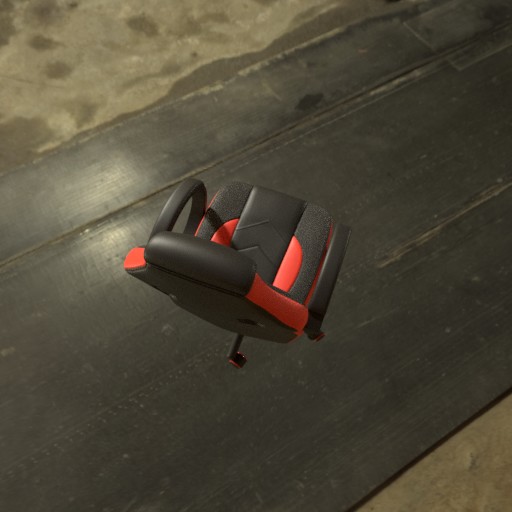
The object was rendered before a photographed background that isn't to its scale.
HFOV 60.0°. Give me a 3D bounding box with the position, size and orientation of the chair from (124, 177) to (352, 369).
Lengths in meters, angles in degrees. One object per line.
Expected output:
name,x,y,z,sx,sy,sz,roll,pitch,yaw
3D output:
chair,0.000,0.000,1.401,0.600,1.016,0.642,18,65,9
